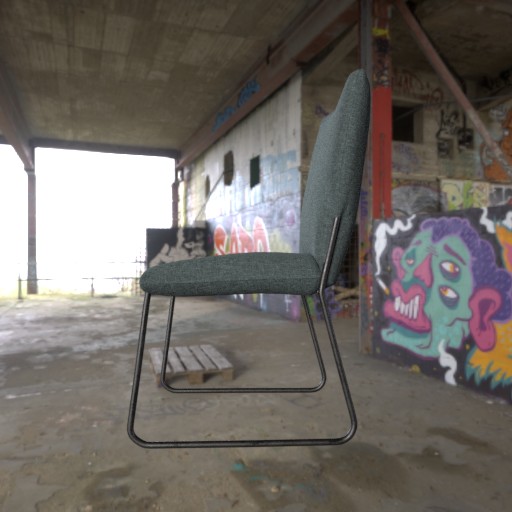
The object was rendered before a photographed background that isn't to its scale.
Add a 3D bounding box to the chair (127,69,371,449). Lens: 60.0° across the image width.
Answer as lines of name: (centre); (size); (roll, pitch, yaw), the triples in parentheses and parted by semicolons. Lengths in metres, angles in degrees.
chair: (0.000, 0.000, 1.293); (0.635, 0.931, 0.480); (0, 0, -1)
